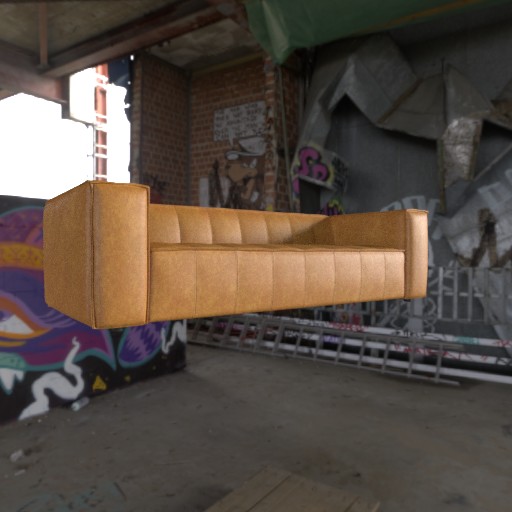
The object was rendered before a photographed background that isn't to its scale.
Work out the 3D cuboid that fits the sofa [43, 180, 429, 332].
[{"bbox_3d":[0.000,0.000,3.093,2.581,0.701,1.102,0,1,-35],"label":"sofa"}]
